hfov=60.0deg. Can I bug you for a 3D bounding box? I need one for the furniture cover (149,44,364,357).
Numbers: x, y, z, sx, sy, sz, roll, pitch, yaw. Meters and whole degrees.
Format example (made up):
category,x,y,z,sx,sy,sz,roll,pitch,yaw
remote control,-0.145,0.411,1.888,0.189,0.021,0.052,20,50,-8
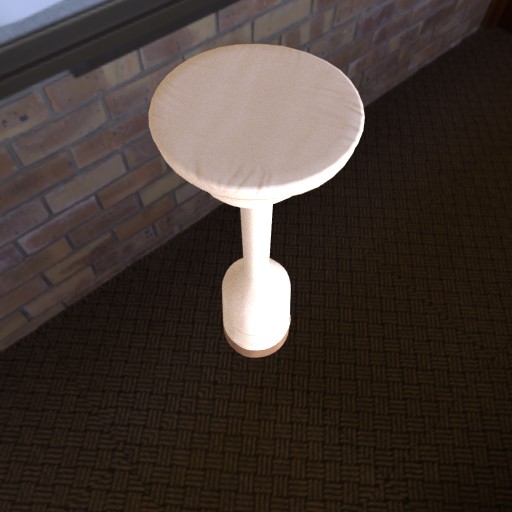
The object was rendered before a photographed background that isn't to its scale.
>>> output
category,x,y,z,sx,sy,sz,roll,pitch,yaw
furniture cover,0.000,0.000,2.906,0.914,2.413,0.914,14,60,9
